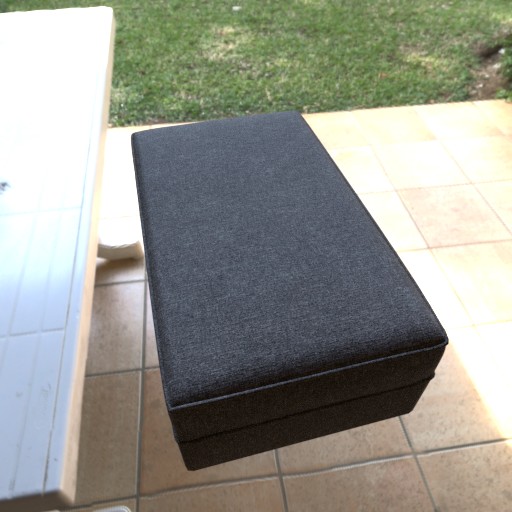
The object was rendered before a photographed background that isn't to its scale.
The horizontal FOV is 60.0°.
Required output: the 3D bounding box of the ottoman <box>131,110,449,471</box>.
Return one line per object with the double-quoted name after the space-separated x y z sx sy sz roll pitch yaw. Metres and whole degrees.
0.000 0.000 1.524 0.717 0.487 1.184 -11 48 -10 "ottoman"
